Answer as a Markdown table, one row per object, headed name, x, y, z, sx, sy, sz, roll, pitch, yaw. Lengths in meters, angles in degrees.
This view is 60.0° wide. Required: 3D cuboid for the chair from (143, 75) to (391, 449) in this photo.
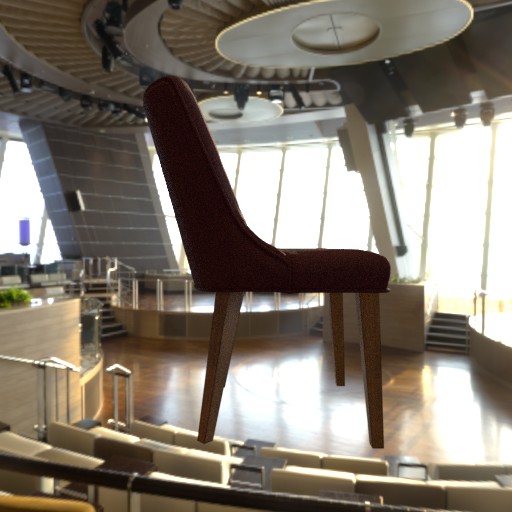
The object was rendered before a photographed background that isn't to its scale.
| name | x | y | z | sx | sy | sz | roll | pitch | yaw |
| --- | --- | --- | --- | --- | --- | --- | --- | --- | --- |
| chair | 0.000 | 0.000 | 1.309 | 0.638 | 0.916 | 0.548 | 0 | 1 | 0 |
